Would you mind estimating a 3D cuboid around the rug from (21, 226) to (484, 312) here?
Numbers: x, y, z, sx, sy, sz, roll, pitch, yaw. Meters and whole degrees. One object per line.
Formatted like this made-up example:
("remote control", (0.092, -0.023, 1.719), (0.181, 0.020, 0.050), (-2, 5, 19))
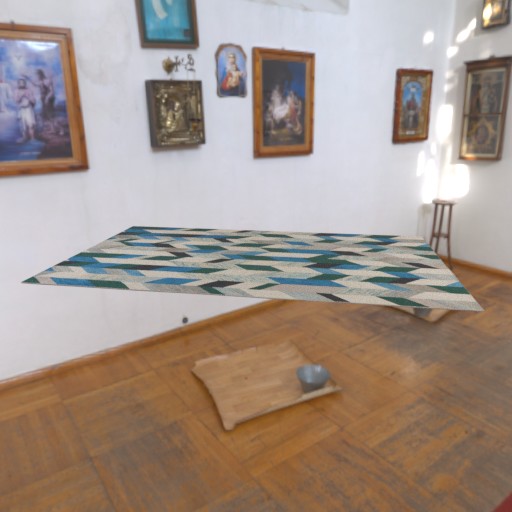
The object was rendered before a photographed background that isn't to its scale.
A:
("rug", (0.000, 0.000, 2.992), (2.433, 0.007, 1.507), (3, 16, 9))
